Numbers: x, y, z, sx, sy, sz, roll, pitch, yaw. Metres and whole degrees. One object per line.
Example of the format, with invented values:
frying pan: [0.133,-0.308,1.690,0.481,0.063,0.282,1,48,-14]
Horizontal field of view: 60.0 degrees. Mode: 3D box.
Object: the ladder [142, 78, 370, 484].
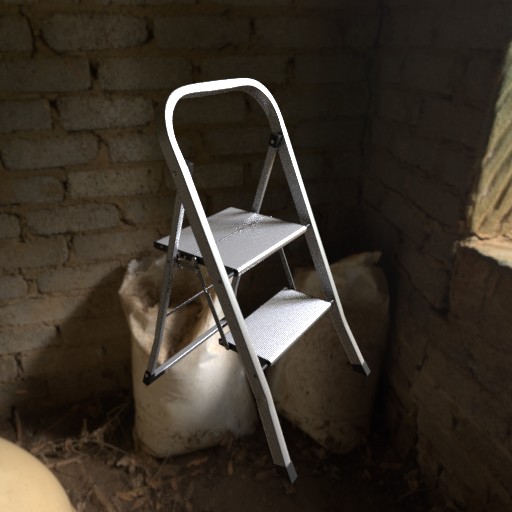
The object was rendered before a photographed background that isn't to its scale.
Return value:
ladder: [0.000,0.000,1.138,0.530,0.830,0.465,18,32,31]
